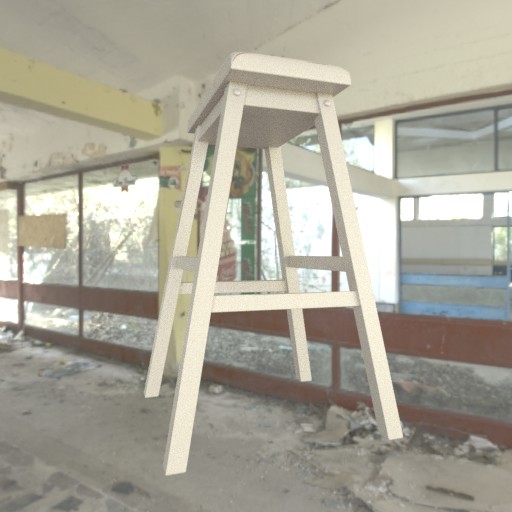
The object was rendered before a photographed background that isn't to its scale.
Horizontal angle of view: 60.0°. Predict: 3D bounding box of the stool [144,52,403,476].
[{"bbox_3d":[0.000,0.000,1.035,0.476,0.737,0.457,0,1,-19],"label":"stool"}]
